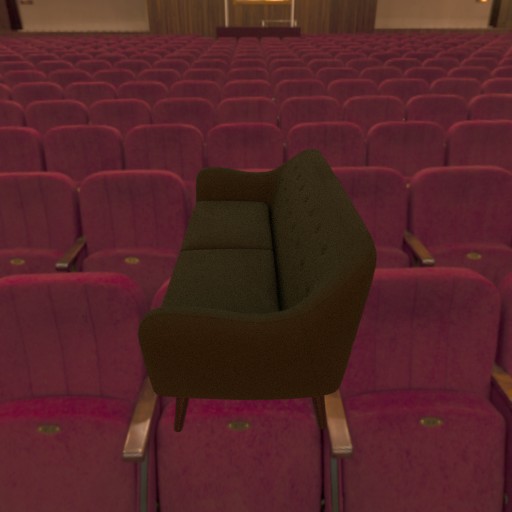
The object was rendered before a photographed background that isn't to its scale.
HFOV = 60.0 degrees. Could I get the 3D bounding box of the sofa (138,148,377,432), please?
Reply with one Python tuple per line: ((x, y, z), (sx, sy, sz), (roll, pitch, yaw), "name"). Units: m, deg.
((0.000, 0.000, 2.319), (0.820, 0.836, 1.840), (0, 26, -1), "sofa")
